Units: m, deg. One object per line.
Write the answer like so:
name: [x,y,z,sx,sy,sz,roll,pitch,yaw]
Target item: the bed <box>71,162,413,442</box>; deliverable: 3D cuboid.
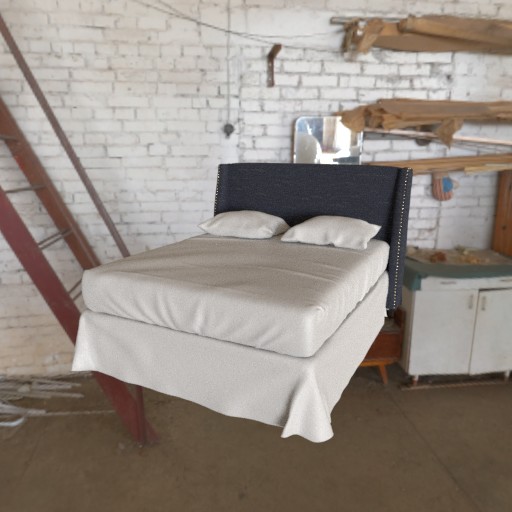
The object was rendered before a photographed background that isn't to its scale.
bed: [0.000,0.000,3.445,1.925,1.332,2.276,7,16,26]
